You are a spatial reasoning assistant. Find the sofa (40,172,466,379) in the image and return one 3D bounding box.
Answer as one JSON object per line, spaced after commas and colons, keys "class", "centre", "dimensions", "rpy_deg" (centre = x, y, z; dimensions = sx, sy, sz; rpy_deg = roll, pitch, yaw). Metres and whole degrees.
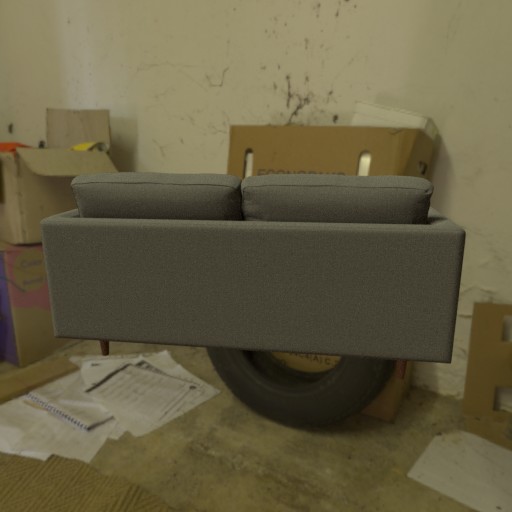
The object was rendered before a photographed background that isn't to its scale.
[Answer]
{"class": "sofa", "centre": [0.000, 0.000, 2.231], "dimensions": [1.713, 0.866, 0.940], "rpy_deg": [2, 15, 9]}
